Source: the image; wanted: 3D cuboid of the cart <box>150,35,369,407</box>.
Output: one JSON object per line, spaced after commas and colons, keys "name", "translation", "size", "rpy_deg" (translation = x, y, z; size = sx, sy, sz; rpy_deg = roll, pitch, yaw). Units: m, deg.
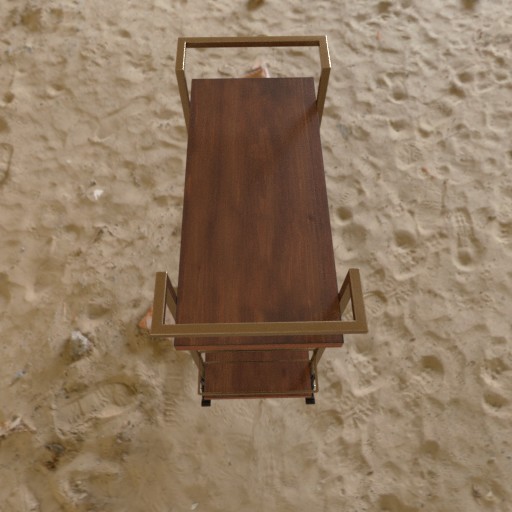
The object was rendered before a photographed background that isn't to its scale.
{"name": "cart", "translation": [0.000, 0.000, 1.186], "size": [0.364, 0.807, 0.695], "rpy_deg": [-1, 62, -1]}
